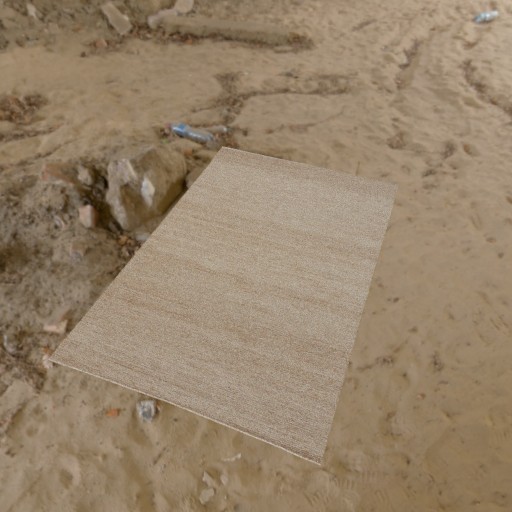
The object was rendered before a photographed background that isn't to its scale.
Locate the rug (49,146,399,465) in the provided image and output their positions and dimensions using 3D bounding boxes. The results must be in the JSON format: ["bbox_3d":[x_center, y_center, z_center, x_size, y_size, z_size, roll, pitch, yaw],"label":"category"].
[{"bbox_3d":[0.000,0.000,3.033,1.574,0.029,2.346,16,48,15],"label":"rug"}]
